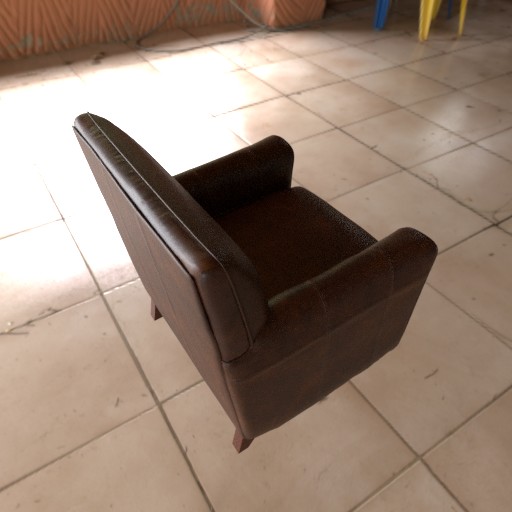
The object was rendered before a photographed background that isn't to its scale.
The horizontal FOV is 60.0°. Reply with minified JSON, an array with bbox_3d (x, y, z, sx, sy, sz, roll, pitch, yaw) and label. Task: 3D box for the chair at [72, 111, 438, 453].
[{"bbox_3d":[0.000,0.000,1.553,0.823,0.943,0.870,-24,48,-24],"label":"chair"}]
